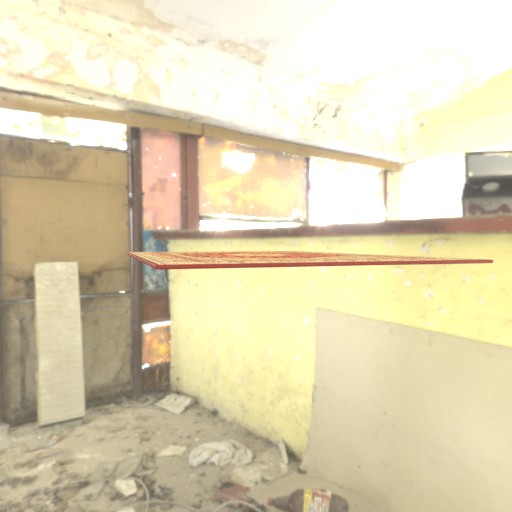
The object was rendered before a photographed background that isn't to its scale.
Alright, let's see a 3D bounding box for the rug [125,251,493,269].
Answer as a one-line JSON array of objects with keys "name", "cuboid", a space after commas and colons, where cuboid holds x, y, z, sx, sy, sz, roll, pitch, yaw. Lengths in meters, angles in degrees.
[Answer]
[{"name": "rug", "cuboid": [0.000, 0.000, 2.249, 1.194, 0.013, 1.802, -1, 2, -19]}]
